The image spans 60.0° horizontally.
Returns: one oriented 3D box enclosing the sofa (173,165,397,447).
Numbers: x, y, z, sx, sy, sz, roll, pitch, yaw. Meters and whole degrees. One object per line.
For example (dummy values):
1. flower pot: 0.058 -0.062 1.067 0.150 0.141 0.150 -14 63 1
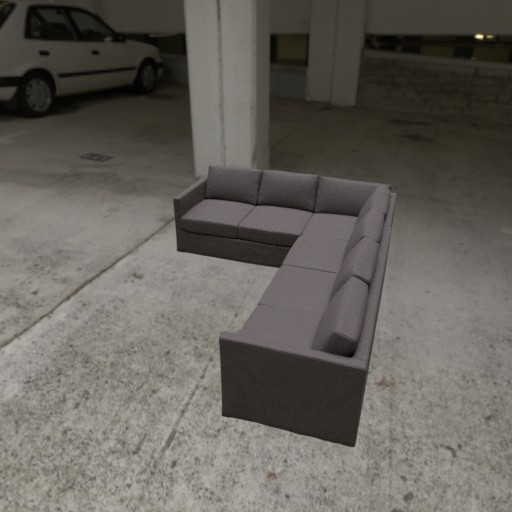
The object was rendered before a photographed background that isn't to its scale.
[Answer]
1. sofa: 0.000 0.000 4.322 2.432 0.871 3.182 9 29 17
